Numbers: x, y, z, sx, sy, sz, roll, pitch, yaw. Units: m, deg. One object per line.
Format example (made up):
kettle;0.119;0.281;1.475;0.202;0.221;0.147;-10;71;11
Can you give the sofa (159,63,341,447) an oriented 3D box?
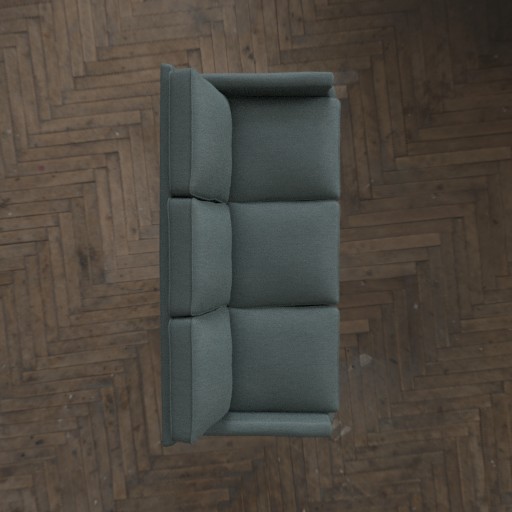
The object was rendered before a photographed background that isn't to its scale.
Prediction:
sofa;0.000;0.000;2.834;1.084;1.003;2.246;0;91;0
